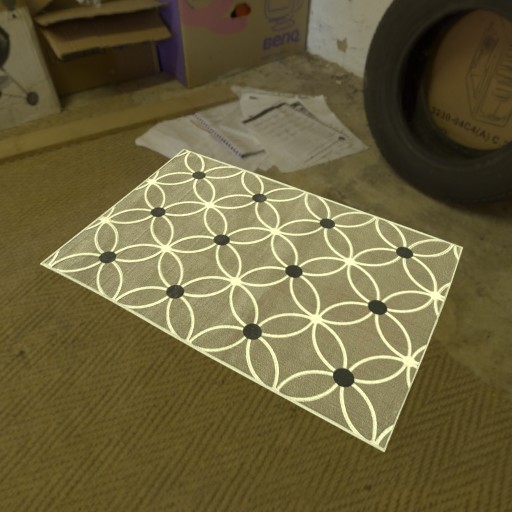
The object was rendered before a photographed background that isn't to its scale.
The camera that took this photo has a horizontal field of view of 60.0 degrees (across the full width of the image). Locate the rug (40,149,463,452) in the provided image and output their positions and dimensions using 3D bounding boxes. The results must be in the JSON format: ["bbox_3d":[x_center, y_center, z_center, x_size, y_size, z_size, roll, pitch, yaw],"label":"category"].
[{"bbox_3d":[0.000,0.000,2.856,2.284,0.008,1.522,23,51,20],"label":"rug"}]
